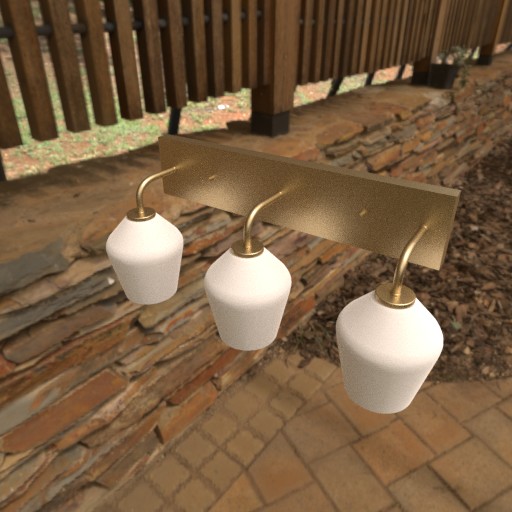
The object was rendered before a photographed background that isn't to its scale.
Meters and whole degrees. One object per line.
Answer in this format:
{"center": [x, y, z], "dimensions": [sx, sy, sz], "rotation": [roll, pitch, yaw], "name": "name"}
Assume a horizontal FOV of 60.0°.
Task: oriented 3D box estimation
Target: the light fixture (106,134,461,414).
{"center": [0.000, 0.000, 0.722], "dimensions": [0.609, 0.280, 0.190], "rotation": [18, 34, 29], "name": "light fixture"}
